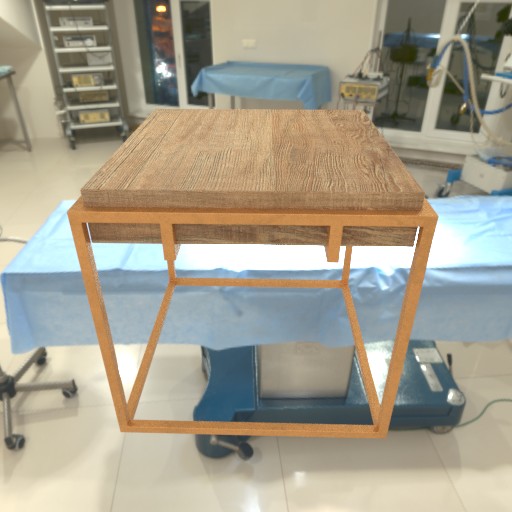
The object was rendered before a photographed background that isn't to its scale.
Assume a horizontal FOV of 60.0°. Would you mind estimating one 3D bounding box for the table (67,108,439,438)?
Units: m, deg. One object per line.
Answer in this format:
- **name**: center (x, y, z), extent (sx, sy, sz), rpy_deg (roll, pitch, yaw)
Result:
- **table**: center (0.000, 0.000, 1.104), extent (0.599, 0.584, 0.599), rpy_deg (1, 31, 1)
